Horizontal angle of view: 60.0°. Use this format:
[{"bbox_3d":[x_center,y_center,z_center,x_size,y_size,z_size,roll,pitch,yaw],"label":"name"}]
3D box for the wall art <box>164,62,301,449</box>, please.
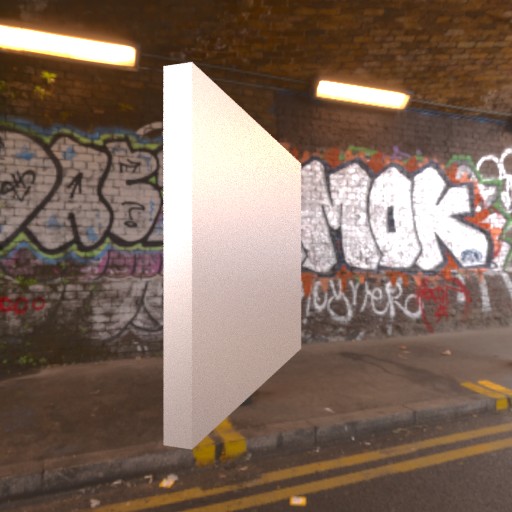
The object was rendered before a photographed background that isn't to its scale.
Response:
[{"bbox_3d":[0.000,0.000,1.430,0.066,0.801,1.056,0,0,18],"label":"wall art"}]
